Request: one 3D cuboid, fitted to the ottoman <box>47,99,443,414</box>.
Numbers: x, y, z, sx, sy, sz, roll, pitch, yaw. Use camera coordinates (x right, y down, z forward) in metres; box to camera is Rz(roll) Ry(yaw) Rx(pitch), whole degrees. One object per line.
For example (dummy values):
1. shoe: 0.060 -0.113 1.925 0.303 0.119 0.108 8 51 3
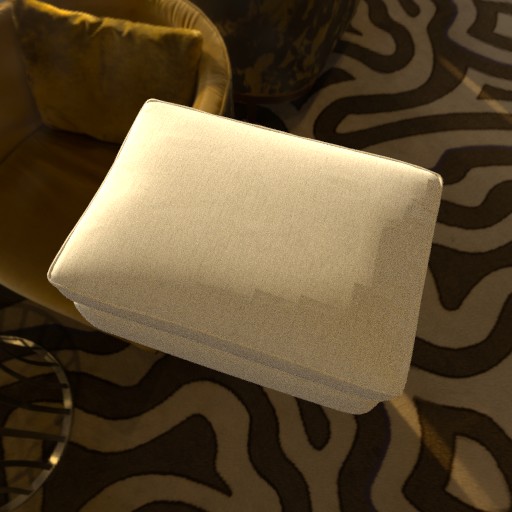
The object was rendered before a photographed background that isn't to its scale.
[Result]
1. ottoman: 0.000 0.000 0.968 0.665 0.406 0.501 17 66 8
